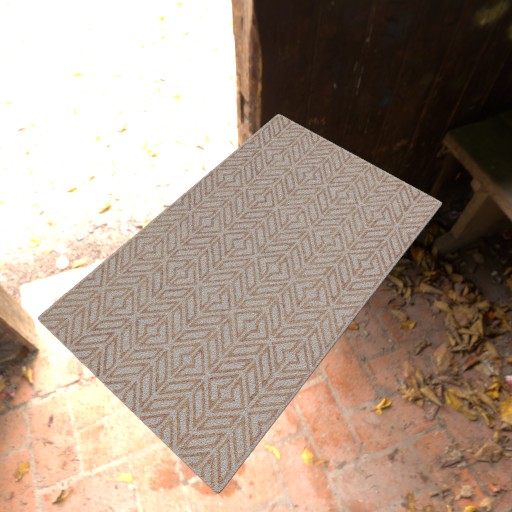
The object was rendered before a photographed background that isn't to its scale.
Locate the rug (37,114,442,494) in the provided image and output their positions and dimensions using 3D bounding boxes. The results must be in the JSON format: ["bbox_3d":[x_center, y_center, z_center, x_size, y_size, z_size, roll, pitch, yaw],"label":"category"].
[{"bbox_3d":[0.000,0.000,2.988,1.523,0.008,2.438,35,64,20],"label":"rug"}]
